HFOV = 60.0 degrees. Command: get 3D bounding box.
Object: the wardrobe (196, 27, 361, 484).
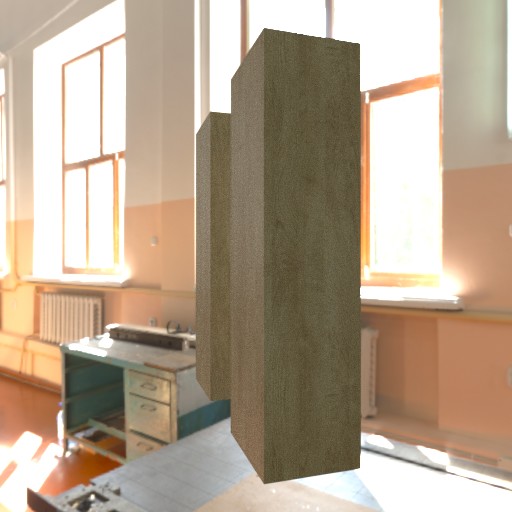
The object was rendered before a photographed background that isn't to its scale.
[{"bbox_3d":[0.000,0.000,2.855,0.480,2.000,1.770,0,0,-17],"label":"wardrobe"}]
